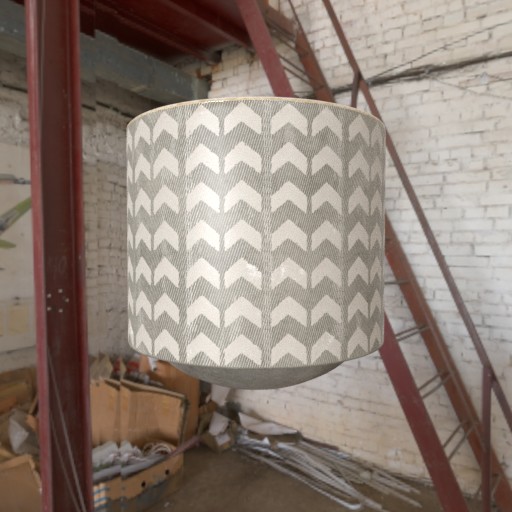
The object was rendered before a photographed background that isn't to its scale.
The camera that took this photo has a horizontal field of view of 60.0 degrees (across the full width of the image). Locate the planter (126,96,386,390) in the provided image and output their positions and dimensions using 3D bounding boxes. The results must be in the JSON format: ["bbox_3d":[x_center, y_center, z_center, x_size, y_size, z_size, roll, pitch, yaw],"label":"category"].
[{"bbox_3d":[0.000,0.000,0.341,0.190,0.181,0.190,0,2,0],"label":"planter"}]
